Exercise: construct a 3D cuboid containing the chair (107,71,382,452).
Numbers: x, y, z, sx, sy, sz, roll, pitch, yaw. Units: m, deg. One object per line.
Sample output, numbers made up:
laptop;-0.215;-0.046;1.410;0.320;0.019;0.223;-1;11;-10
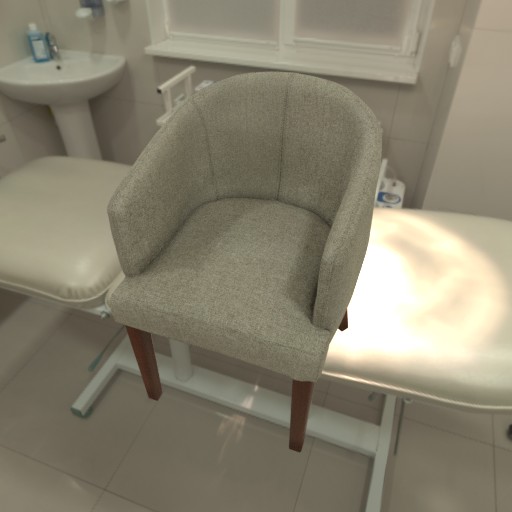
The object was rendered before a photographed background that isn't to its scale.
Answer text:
chair;0.000;0.000;1.239;0.583;0.811;0.655;13;42;15
